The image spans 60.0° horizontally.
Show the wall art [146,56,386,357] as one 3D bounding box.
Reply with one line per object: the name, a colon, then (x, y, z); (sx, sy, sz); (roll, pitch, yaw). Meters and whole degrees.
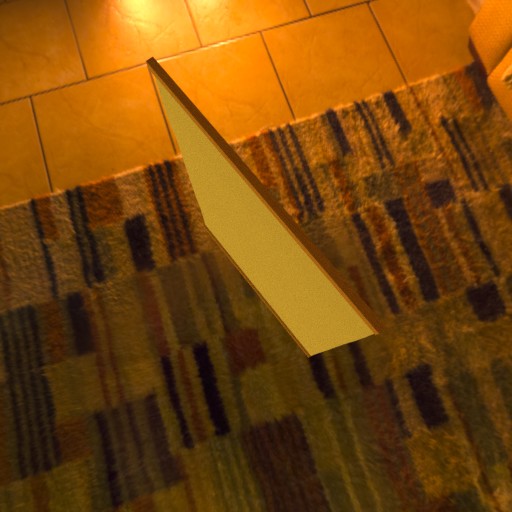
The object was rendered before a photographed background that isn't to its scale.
wall art: (0.000, 0.000, 1.936); (0.025, 1.521, 1.011); (-37, 78, -9)
